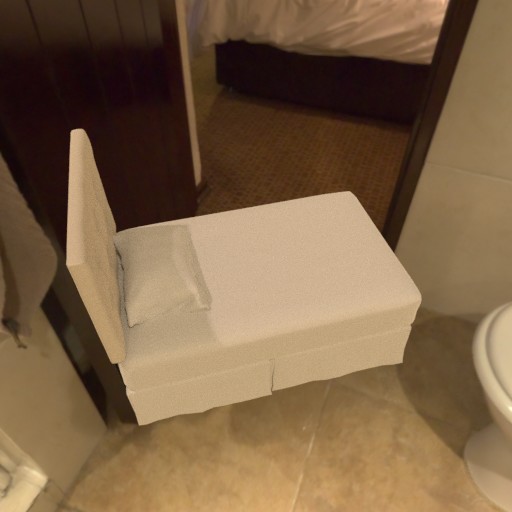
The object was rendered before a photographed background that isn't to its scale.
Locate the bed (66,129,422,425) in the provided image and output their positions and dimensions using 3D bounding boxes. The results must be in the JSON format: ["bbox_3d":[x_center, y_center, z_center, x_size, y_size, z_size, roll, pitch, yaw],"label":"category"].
[{"bbox_3d":[0.000,0.000,2.981,1.997,1.571,1.261,-11,47,-10],"label":"bed"}]
